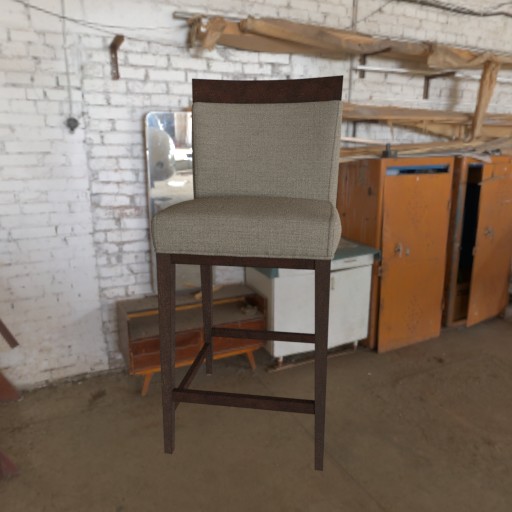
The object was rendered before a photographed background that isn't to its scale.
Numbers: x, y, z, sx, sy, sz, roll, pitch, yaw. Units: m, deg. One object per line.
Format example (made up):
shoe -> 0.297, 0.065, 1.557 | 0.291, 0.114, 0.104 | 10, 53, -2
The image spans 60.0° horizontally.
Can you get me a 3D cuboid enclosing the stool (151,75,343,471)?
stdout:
stool -> 0.000, 0.000, 1.409 | 0.511, 1.117, 0.531 | 2, 15, 9
